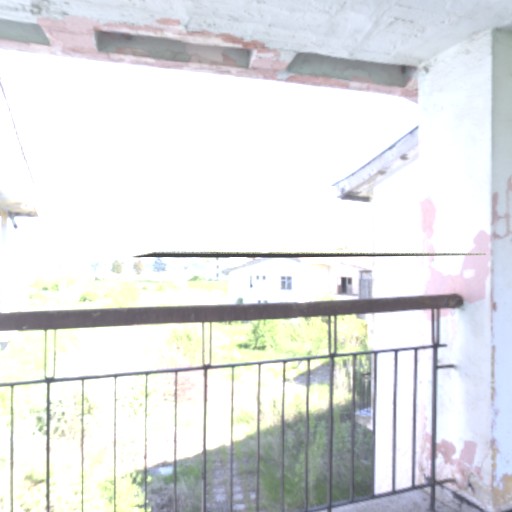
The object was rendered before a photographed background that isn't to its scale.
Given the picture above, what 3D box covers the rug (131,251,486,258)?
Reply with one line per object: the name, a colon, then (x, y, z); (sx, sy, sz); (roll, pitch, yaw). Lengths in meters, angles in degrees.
rug: (0.000, 0.000, 2.211); (1.143, 0.006, 1.747); (0, -1, -18)
